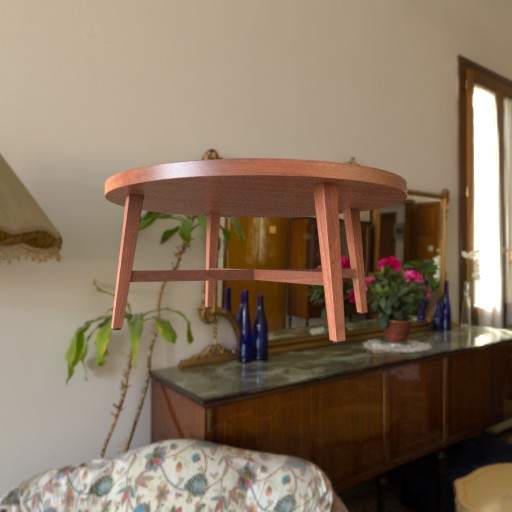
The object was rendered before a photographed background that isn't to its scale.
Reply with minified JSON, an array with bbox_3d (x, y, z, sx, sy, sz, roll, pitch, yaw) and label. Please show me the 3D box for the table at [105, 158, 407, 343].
[{"bbox_3d":[0.000,0.000,1.236,0.800,0.360,0.800,0,-1,0],"label":"table"}]
